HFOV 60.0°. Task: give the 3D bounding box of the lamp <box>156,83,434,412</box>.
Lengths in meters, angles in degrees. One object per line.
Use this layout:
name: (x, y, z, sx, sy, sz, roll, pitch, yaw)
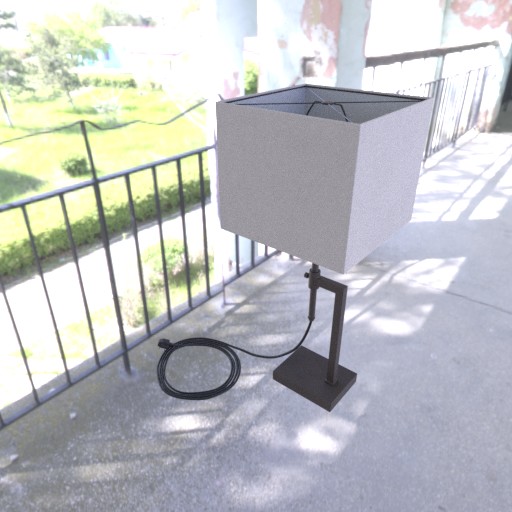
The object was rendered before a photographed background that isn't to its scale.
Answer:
lamp: (0.000, 0.000, 0.965, 0.504, 0.660, 0.399, 22, 36, 34)
